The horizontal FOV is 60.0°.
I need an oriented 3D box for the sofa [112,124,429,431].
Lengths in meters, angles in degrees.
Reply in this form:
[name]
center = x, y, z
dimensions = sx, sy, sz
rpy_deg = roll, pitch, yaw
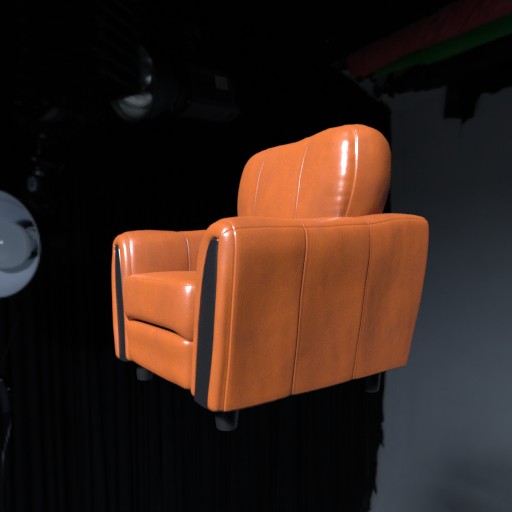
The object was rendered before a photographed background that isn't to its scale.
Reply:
[sofa]
center = 0.000, 0.000, 1.523
dimensions = 0.789, 0.876, 0.836
rpy_deg = 0, 0, -35
